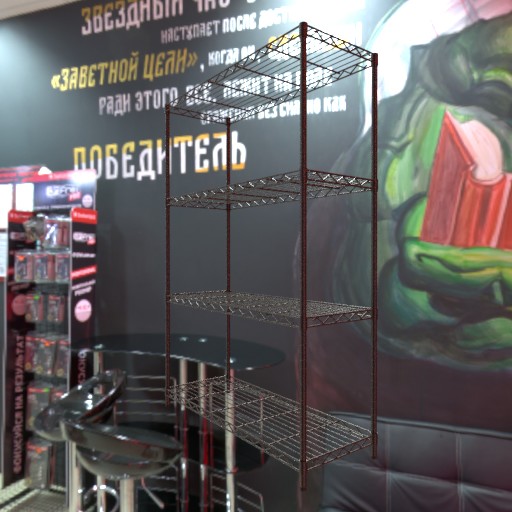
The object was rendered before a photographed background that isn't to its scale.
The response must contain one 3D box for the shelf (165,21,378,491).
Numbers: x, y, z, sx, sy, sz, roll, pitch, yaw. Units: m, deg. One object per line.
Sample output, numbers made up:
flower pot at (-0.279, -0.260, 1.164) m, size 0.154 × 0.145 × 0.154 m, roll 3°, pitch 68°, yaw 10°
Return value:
shelf at (0.000, 0.000, 1.742) m, size 0.352 × 1.361 × 0.907 m, roll 0°, pitch 1°, yaw -37°
